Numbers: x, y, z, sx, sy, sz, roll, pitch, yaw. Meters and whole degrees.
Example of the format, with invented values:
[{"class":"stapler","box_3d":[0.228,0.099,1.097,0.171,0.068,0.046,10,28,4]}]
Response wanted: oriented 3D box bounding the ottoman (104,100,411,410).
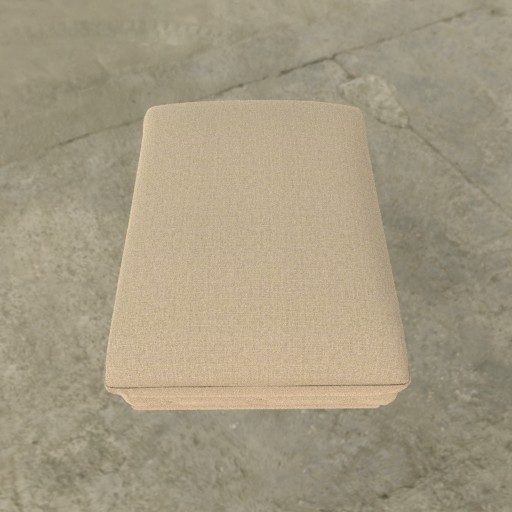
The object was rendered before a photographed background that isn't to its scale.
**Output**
[{"class":"ottoman","box_3d":[0.000,0.000,1.025,0.541,0.463,0.684,0,59,0]}]
